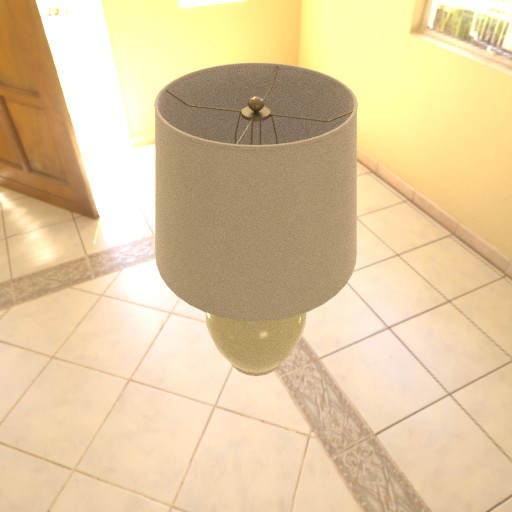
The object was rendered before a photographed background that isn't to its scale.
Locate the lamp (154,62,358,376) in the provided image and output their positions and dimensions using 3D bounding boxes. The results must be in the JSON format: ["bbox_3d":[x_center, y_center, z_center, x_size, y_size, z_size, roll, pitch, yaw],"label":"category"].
[{"bbox_3d":[0.000,0.000,0.547,0.239,0.399,0.239,0,42,0],"label":"lamp"}]
